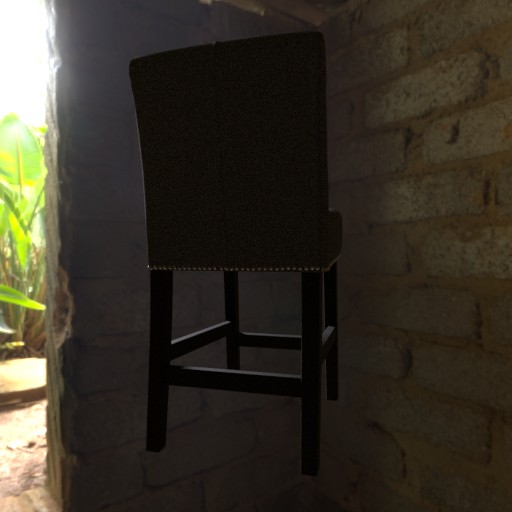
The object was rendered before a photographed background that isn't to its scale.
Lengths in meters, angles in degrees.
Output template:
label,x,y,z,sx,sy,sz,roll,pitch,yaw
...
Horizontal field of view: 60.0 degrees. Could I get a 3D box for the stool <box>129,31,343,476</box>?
label,x,y,z,sx,sy,sz,roll,pitch,yaw
stool,0.000,0.000,1.155,0.427,0.885,0.571,0,0,17
